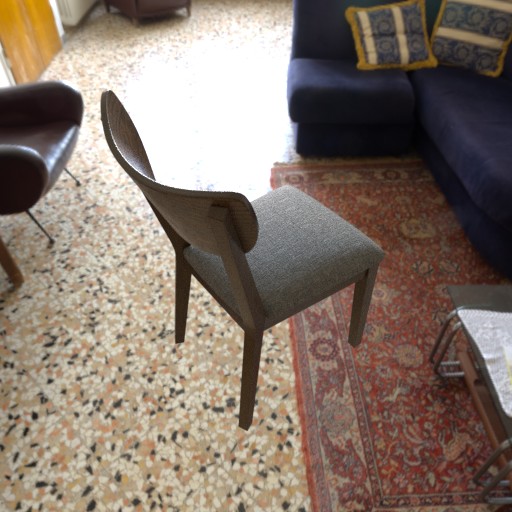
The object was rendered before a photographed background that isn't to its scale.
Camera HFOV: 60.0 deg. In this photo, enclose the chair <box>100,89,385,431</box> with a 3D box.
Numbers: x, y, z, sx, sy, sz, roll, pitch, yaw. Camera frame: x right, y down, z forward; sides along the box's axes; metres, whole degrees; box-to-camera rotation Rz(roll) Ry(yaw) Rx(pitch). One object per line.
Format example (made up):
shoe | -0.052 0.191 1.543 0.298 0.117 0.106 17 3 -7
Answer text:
chair | 0.000 0.000 1.171 0.583 0.849 0.491 -28 50 -26
